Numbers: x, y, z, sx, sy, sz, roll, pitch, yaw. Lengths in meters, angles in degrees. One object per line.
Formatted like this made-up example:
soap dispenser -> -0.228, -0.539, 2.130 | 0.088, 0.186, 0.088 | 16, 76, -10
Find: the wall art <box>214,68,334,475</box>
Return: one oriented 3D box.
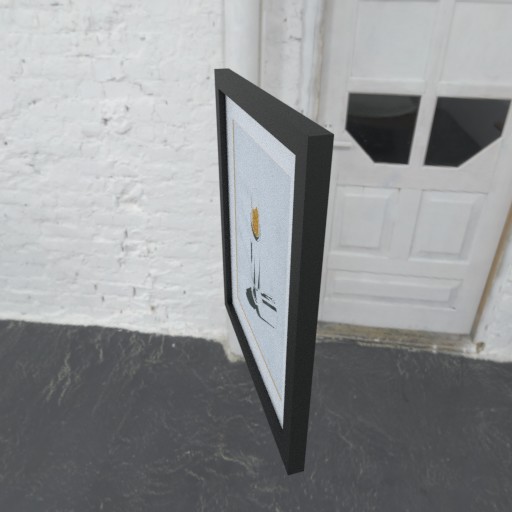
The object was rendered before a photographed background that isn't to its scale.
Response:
wall art -> 0.000, 0.000, 0.539 | 0.019, 0.381, 0.330 | -8, 32, -14
